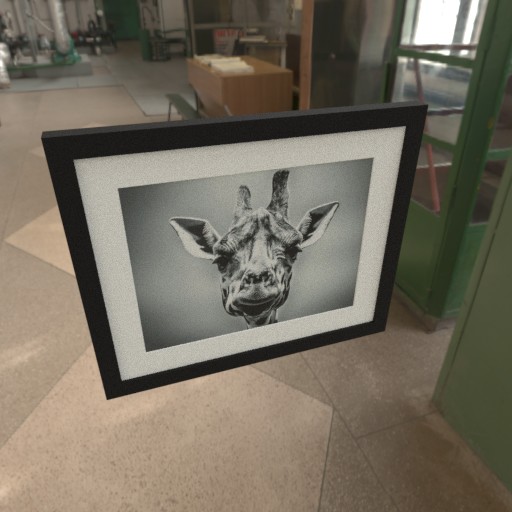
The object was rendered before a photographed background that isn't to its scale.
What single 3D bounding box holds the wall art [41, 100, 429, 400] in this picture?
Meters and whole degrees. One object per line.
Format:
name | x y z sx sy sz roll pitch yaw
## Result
wall art | 0.000 0.000 0.741 0.558 0.457 0.031 -10 32 -16
